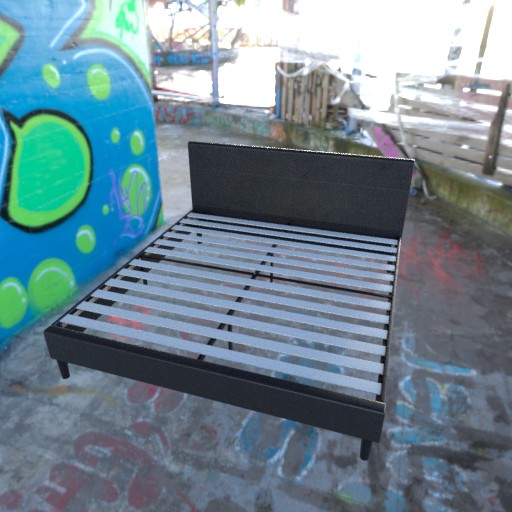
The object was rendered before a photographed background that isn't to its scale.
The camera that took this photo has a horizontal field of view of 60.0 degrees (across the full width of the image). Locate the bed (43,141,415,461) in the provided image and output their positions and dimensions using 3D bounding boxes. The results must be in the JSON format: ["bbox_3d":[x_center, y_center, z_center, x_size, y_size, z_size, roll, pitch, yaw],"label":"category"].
[{"bbox_3d":[0.000,0.000,3.237,2.018,1.046,2.152,9,29,16],"label":"bed"}]
